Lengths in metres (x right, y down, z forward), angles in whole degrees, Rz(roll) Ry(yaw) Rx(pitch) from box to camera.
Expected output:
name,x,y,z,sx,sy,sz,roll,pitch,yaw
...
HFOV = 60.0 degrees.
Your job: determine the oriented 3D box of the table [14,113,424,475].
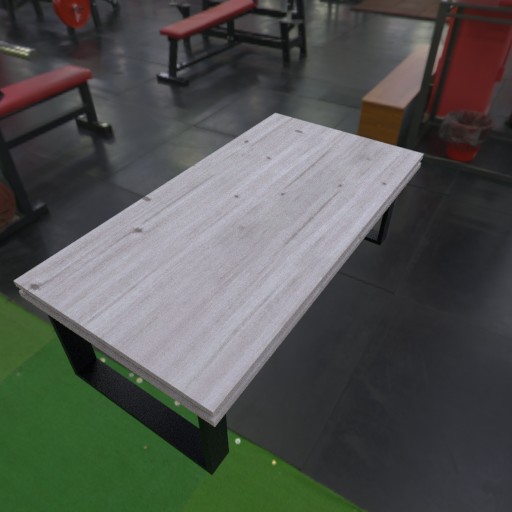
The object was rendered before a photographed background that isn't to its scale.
name,x,y,z,sx,sy,sz,roll,pitch,yaw
table,0.000,0.000,1.643,0.700,0.450,1.350,24,47,25
